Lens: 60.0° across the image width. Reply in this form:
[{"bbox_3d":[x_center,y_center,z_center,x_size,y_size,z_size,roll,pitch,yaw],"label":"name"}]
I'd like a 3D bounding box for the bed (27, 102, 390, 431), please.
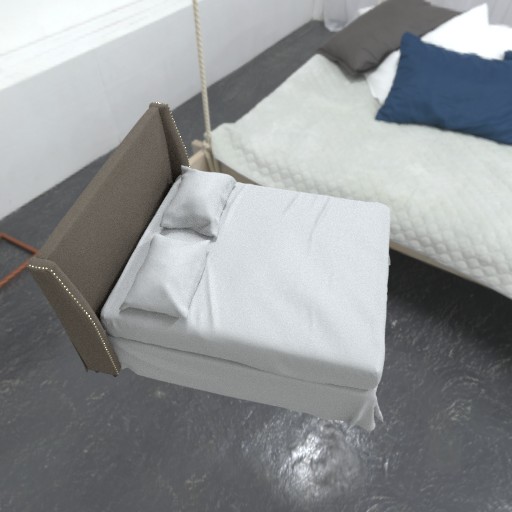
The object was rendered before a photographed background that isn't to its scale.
[{"bbox_3d":[0.000,0.000,3.440,2.276,1.332,1.925,10,49,9],"label":"bed"}]
